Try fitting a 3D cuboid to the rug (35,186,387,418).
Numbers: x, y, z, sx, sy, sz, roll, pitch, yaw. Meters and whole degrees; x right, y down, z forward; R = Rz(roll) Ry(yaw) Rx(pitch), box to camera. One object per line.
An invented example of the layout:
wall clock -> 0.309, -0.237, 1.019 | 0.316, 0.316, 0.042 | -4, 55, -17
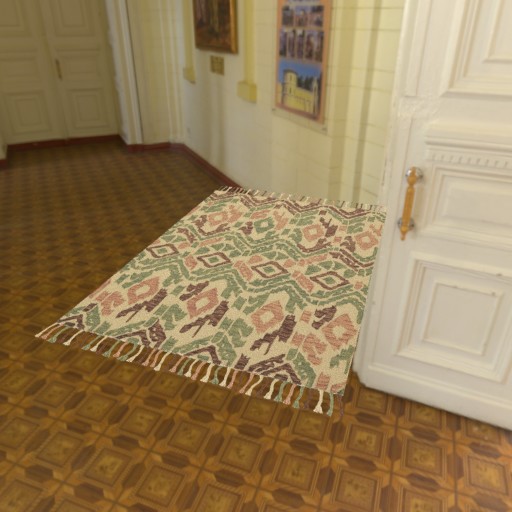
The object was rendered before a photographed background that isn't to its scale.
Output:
rug -> 0.000, 0.000, 2.323 | 1.219, 0.010, 1.829 | 10, 31, 17
